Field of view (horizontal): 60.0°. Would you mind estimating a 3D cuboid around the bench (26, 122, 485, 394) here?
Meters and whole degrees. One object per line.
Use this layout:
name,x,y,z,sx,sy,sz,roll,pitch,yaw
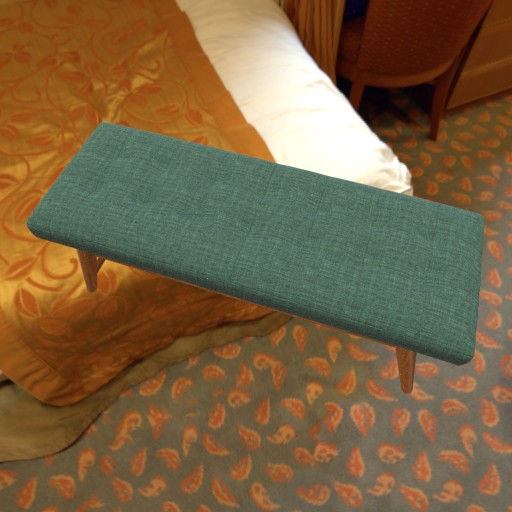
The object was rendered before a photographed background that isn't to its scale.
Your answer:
bench,0.000,0.000,1.282,1.118,0.432,0.406,16,59,10
